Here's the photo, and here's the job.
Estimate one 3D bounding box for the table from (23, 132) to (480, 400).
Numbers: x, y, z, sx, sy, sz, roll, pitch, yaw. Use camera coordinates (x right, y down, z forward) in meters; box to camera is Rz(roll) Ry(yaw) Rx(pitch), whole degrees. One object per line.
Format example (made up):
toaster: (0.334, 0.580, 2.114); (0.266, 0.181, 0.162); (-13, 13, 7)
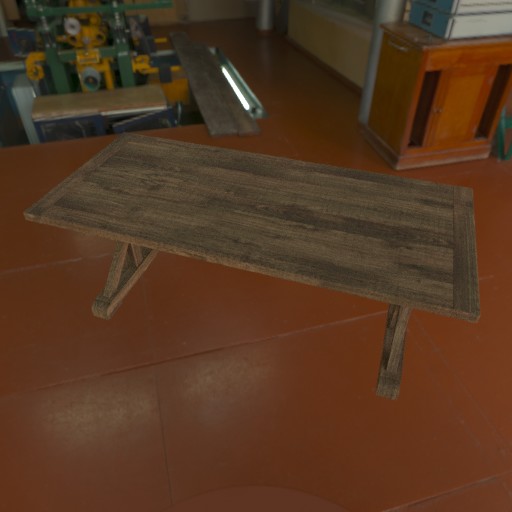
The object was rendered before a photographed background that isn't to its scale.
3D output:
table: (0.000, 0.000, 2.425); (2.031, 0.733, 0.907); (12, 42, 14)
